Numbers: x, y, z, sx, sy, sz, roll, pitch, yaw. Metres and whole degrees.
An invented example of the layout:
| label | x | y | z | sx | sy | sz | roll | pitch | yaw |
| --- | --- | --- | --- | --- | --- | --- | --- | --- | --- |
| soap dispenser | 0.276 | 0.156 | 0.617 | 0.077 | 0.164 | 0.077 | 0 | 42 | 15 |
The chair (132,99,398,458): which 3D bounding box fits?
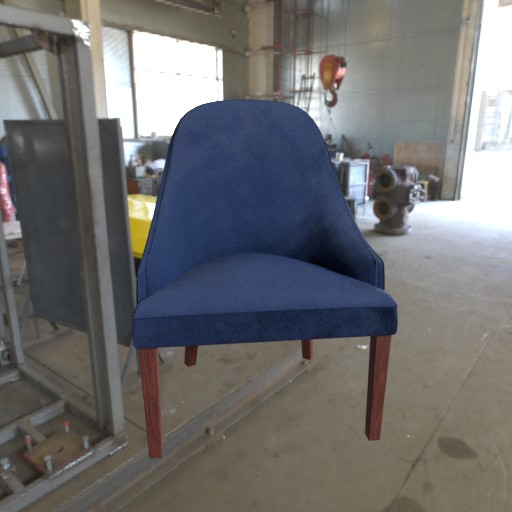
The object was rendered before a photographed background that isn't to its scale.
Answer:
| label | x | y | z | sx | sy | sz | roll | pitch | yaw |
| --- | --- | --- | --- | --- | --- | --- | --- | --- | --- |
| chair | 0.000 | 0.000 | 1.284 | 0.643 | 0.889 | 0.575 | -2 | 16 | -6 |
